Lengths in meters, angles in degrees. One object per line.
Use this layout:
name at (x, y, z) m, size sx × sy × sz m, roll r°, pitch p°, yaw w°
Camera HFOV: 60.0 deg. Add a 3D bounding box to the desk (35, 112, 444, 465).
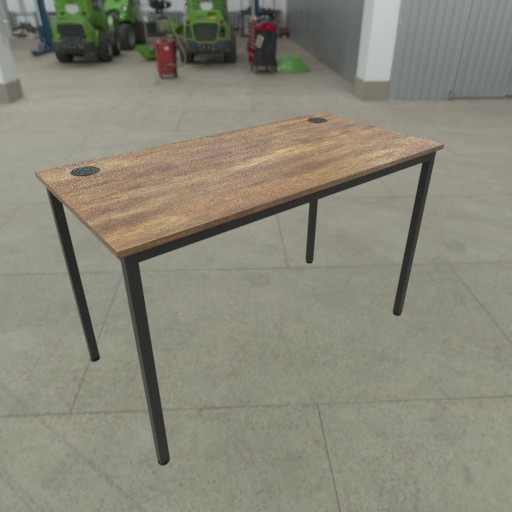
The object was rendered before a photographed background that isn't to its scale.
desk at (0.000, 0.000, 1.619) m, size 1.200 × 0.749 × 0.600 m, roll -22°, pitch 37°, yaw -32°
